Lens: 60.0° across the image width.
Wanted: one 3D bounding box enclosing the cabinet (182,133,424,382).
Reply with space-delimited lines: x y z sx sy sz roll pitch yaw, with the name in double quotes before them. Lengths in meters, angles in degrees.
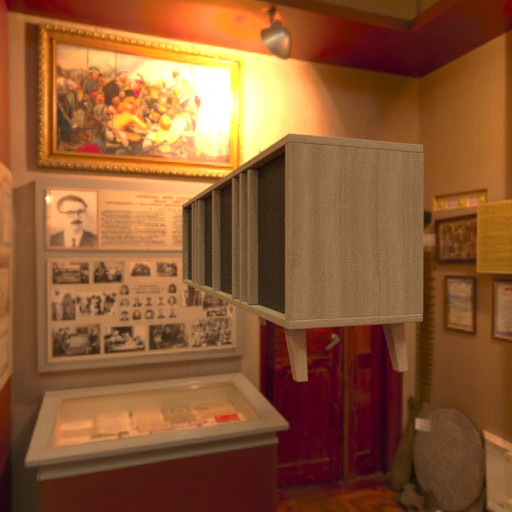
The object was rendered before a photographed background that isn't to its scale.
"cabinet" 0.000 0.000 2.490 0.499 0.779 2.198 0 1 -18
